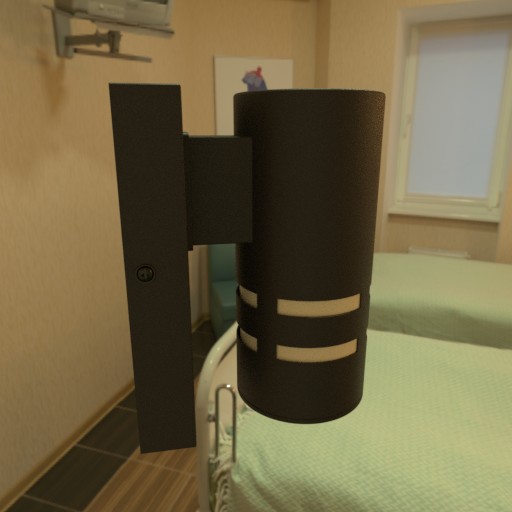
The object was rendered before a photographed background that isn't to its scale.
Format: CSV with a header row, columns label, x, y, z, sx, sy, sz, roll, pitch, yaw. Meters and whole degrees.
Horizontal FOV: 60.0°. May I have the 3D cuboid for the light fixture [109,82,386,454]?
label,x,y,z,sx,sy,sz,roll,pitch,yaw
light fixture,0.000,0.000,0.258,0.138,0.179,0.098,-3,16,-10
